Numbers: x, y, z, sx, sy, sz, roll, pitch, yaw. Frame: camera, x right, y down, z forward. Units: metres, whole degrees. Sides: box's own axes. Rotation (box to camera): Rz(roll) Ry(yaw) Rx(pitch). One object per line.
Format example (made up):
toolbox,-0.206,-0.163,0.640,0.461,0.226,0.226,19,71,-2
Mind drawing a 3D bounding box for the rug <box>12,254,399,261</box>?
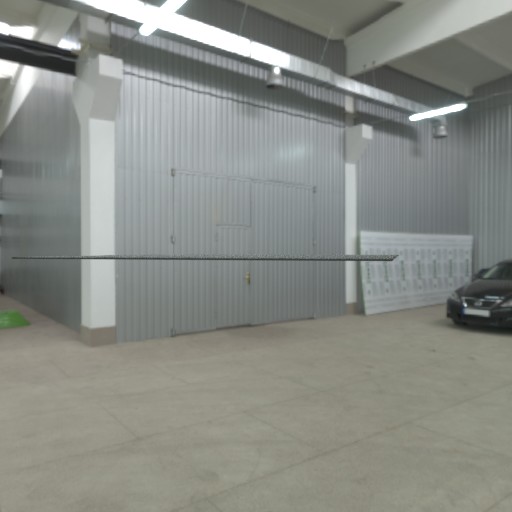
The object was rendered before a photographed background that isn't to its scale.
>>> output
rug,0.000,0.000,4.032,2.456,0.021,3.068,0,1,18
